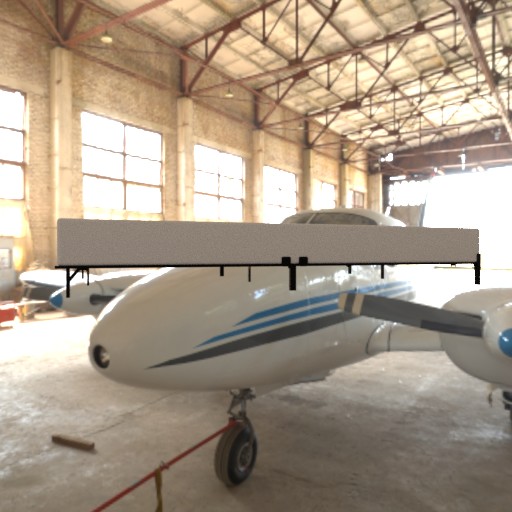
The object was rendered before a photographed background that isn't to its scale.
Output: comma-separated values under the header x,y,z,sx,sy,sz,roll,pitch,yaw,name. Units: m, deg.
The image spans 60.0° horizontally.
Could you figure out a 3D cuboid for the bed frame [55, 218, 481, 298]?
x,y,z,sx,sy,sz,roll,pitch,yaw,name
0.000,0.000,3.814,2.987,0.440,1.930,0,0,-19,bed frame
